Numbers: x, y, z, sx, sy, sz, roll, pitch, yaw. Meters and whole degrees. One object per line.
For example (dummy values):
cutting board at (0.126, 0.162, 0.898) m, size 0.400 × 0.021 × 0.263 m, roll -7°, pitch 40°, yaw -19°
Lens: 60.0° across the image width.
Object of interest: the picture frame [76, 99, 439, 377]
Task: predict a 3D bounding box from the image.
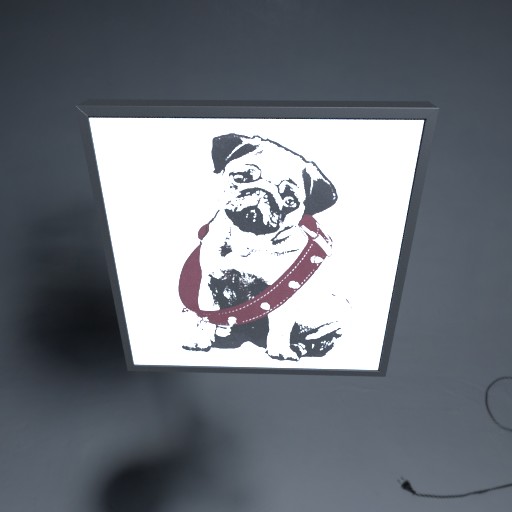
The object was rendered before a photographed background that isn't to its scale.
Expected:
picture frame at (0.000, 0.000, 0.479) m, size 0.317 × 0.317 × 0.030 m, roll 1°, pitch 30°, yaw 2°
